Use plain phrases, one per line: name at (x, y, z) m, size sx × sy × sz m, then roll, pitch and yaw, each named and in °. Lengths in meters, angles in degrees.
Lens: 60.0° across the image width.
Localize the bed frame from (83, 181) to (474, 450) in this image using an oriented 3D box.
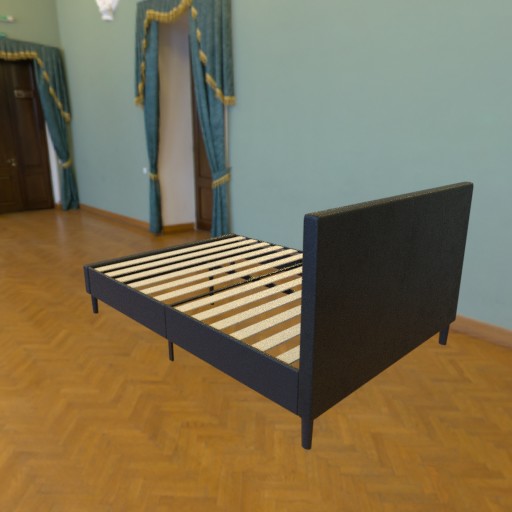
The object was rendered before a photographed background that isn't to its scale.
bed frame at (0.000, 0.000, 2.980) m, size 1.469 × 1.046 × 2.152 m, roll -15°, pitch 22°, yaw -42°
